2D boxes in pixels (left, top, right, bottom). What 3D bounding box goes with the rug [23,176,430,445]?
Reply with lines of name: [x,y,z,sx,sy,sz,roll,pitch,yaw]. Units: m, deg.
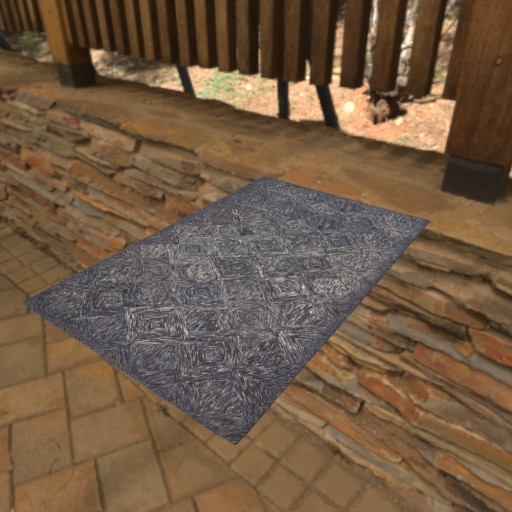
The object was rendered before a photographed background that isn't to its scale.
rug: [0.000,0.000,2.160,1.139,0.010,1.754,21,37,30]
